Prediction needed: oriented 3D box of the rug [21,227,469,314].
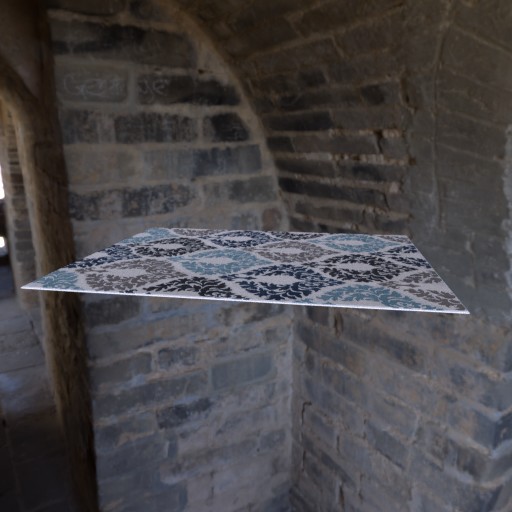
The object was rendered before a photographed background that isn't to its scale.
[{"bbox_3d":[0.000,0.000,4.091,3.040,0.014,2.423,2,14,9],"label":"rug"}]
